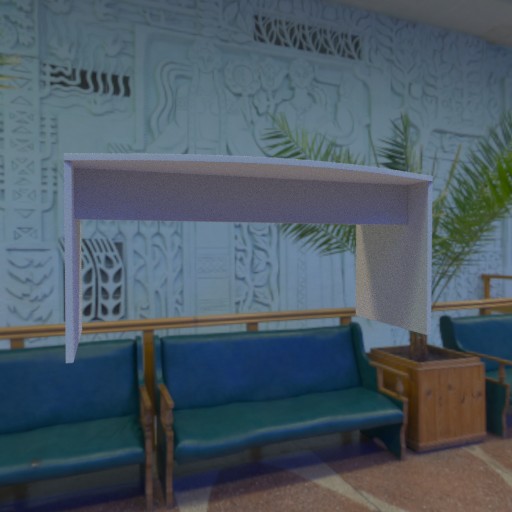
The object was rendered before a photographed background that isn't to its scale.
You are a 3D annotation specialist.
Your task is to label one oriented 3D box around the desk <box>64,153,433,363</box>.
[{"bbox_3d":[0.000,0.000,2.060,1.600,0.750,0.802,0,1,-19],"label":"desk"}]
